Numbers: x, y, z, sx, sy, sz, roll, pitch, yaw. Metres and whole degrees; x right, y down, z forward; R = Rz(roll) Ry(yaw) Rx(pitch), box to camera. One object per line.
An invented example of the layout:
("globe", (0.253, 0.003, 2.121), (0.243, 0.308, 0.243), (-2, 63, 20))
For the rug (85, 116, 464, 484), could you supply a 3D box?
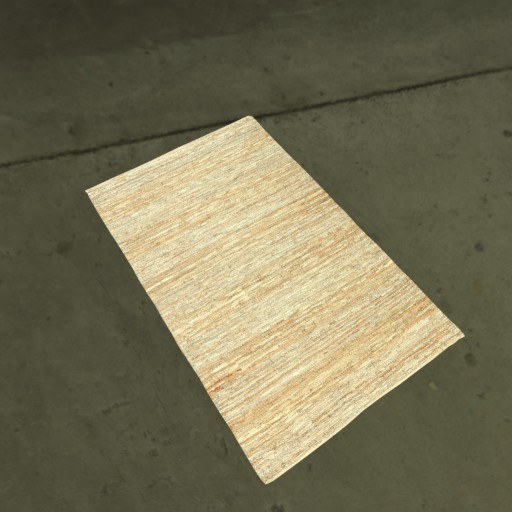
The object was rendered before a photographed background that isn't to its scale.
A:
("rug", (0.000, 0.000, 3.094), (1.529, 0.009, 2.446), (-30, 63, -17))
